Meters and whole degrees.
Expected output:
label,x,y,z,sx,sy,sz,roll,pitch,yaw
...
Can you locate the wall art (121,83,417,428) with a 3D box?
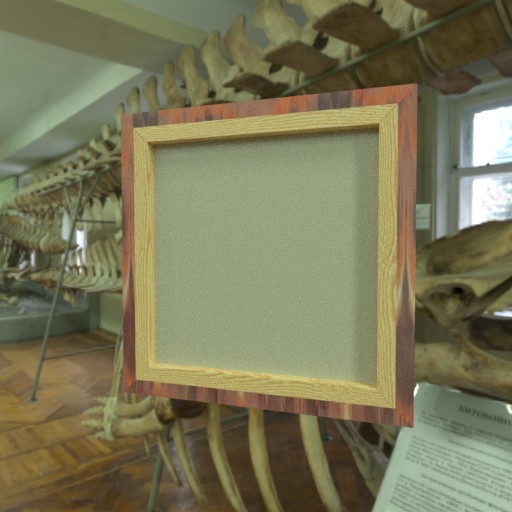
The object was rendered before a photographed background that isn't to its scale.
label,x,y,z,sx,sy,sz,roll,pitch,yaw
wall art,0.000,0.000,0.892,0.603,0.609,0.037,1,2,18
